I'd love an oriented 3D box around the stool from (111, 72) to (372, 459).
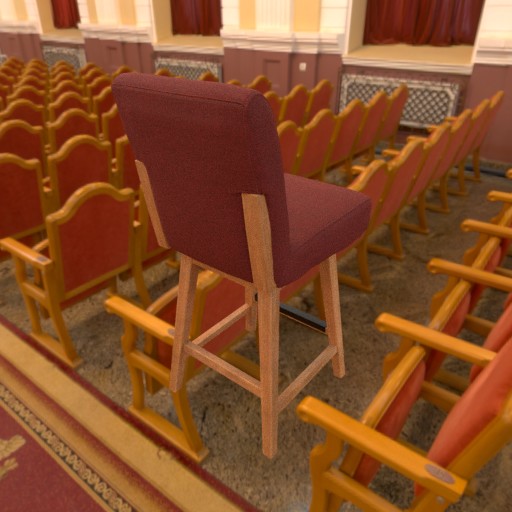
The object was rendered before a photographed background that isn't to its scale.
[{"bbox_3d":[0.000,0.000,1.315,0.468,1.038,0.562,21,36,33],"label":"stool"}]
